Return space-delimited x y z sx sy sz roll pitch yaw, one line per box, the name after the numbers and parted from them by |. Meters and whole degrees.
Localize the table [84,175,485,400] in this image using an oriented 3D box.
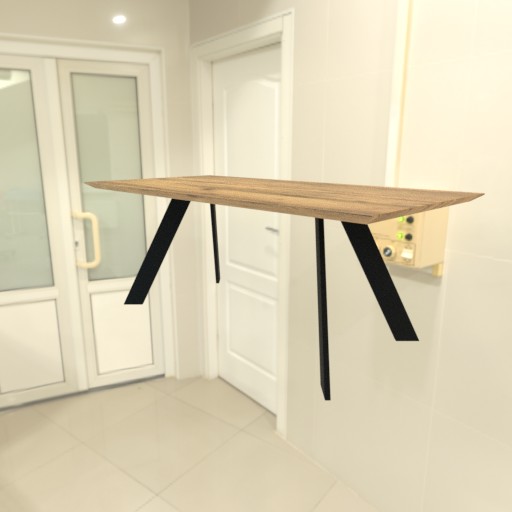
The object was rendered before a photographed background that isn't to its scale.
0.000 0.000 2.487 2.000 0.770 1.000 13 19 43 | table
